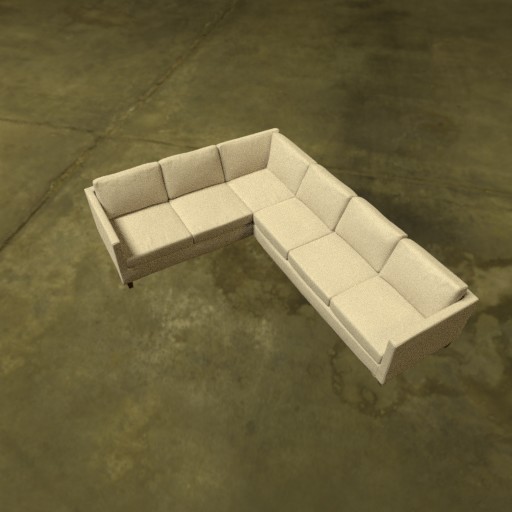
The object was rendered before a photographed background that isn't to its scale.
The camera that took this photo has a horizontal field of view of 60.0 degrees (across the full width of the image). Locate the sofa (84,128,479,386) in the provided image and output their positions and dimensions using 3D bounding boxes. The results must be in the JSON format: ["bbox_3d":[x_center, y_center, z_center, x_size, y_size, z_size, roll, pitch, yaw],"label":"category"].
[{"bbox_3d":[0.000,0.000,4.353,2.432,0.863,3.182,-22,49,-21],"label":"sofa"}]
